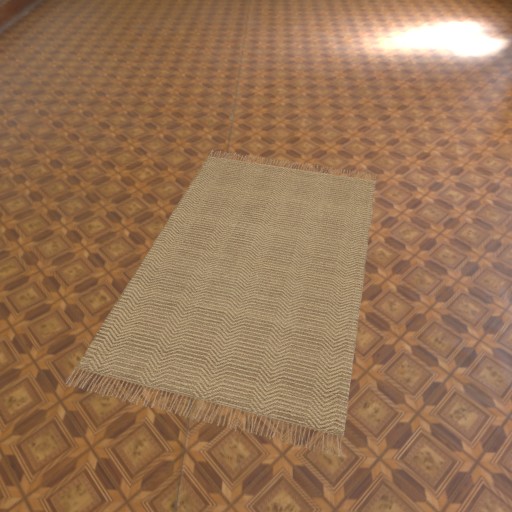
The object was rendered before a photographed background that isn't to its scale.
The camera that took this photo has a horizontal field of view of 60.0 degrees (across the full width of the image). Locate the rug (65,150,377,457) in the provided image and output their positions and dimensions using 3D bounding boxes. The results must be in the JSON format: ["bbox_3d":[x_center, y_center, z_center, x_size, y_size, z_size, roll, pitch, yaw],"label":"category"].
[{"bbox_3d":[0.000,0.000,3.164,1.528,0.034,2.523,11,46,11],"label":"rug"}]
